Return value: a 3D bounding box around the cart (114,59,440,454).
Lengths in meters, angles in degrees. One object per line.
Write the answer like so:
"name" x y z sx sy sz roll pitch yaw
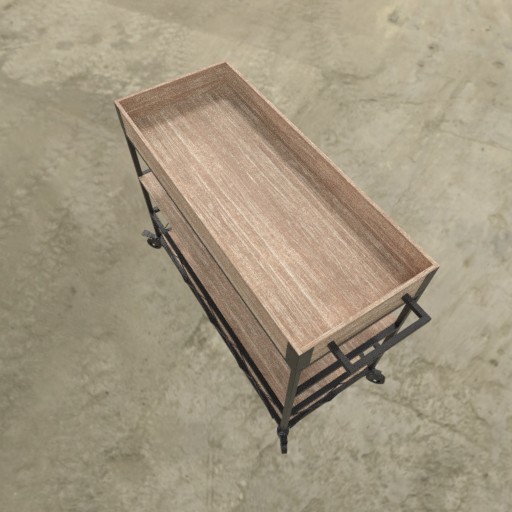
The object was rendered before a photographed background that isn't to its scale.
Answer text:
"cart" 0.000 0.000 1.504 0.500 0.787 1.101 -28 61 -17
